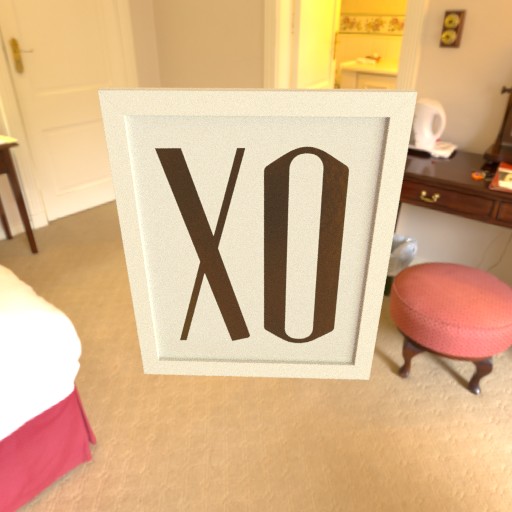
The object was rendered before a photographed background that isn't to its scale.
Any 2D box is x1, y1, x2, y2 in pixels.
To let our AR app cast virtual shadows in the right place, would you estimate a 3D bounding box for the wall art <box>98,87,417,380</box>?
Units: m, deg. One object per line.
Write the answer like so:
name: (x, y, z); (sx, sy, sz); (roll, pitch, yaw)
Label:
wall art: (0.000, 0.000, 0.753); (0.444, 0.536, 0.020); (1, 29, 2)
